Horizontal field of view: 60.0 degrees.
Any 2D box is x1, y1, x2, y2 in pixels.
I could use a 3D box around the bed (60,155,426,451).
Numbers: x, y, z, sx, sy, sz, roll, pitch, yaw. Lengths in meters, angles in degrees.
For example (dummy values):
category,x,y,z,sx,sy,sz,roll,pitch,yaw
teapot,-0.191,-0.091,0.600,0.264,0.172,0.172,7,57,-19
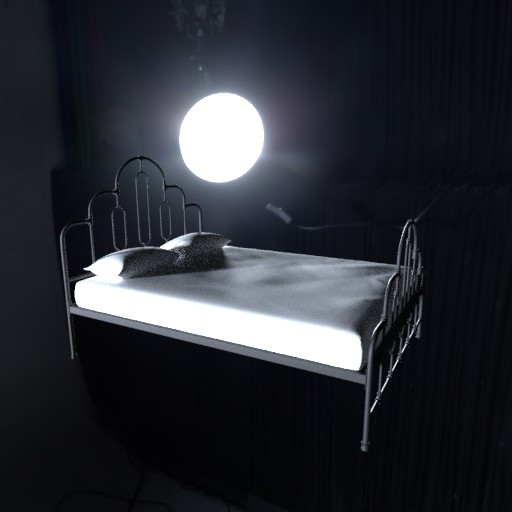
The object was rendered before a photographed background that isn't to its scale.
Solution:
category,x,y,z,sx,sy,sz,roll,pitch,yaw
bed,0.000,0.000,3.234,2.163,1.429,1.640,7,14,28
